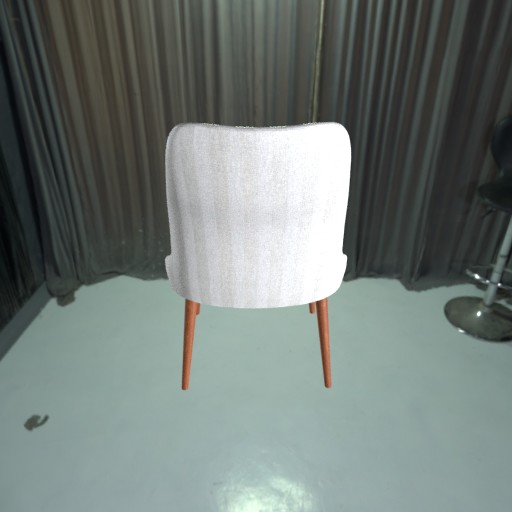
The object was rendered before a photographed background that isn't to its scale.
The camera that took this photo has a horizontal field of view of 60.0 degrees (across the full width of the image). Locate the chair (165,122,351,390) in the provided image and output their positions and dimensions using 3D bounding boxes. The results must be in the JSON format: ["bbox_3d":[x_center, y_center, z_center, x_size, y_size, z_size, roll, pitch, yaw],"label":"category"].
[{"bbox_3d":[0.000,0.000,1.307,0.526,0.917,0.684,-1,30,-1],"label":"chair"}]
